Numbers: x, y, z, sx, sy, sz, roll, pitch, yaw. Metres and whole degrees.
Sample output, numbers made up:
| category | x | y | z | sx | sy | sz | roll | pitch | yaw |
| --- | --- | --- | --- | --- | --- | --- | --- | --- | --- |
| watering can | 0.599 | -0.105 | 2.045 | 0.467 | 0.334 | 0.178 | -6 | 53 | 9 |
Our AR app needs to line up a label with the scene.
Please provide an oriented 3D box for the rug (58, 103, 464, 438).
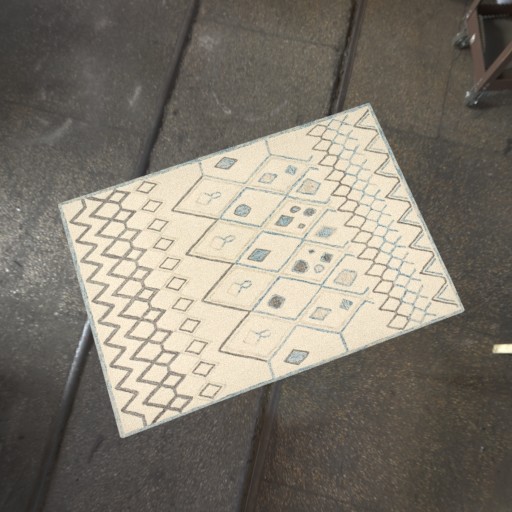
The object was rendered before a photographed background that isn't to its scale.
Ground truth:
| category | x | y | z | sx | sy | sz | roll | pitch | yaw |
| --- | --- | --- | --- | --- | --- | --- | --- | --- | --- |
| rug | 0.000 | 0.000 | 2.326 | 1.820 | 0.009 | 1.260 | -19 | 78 | -4 |
